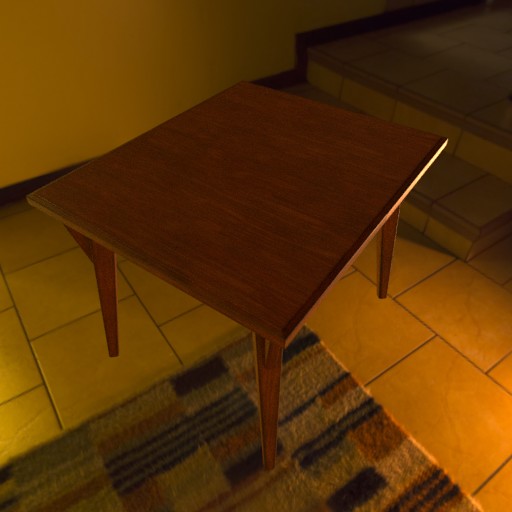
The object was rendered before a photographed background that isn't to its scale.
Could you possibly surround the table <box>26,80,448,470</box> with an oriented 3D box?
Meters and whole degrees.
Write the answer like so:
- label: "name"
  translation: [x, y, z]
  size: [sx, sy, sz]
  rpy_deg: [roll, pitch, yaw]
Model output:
- label: "table"
  translation: [0.000, 0.000, 1.582]
  size: [0.838, 0.761, 0.991]
  rpy_deg: [26, 49, 25]
